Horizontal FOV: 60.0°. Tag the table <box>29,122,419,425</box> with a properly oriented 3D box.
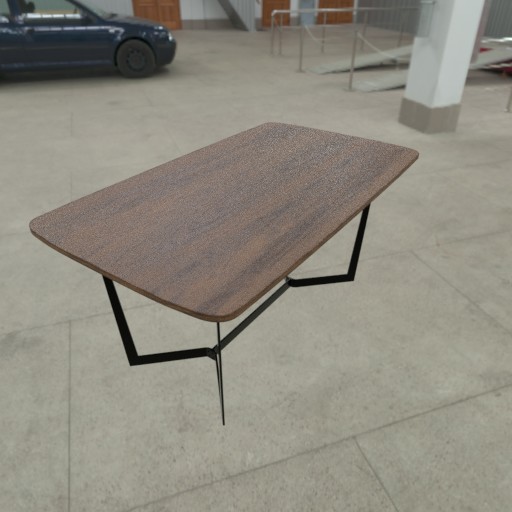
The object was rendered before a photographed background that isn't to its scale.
[{"bbox_3d":[0.000,0.000,2.114,0.949,0.765,1.643,21,38,29],"label":"table"}]
